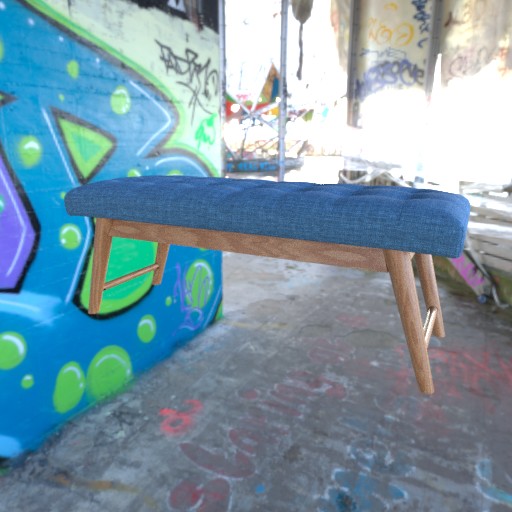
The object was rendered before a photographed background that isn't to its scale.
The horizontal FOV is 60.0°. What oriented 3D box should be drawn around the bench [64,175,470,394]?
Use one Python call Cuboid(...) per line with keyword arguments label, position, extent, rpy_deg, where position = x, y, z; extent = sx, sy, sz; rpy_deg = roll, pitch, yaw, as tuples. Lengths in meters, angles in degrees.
Cuboid(label="bench", position=(0.000, 0.000, 1.326), extent=(1.118, 0.432, 0.406), rpy_deg=(8, 17, 25))
